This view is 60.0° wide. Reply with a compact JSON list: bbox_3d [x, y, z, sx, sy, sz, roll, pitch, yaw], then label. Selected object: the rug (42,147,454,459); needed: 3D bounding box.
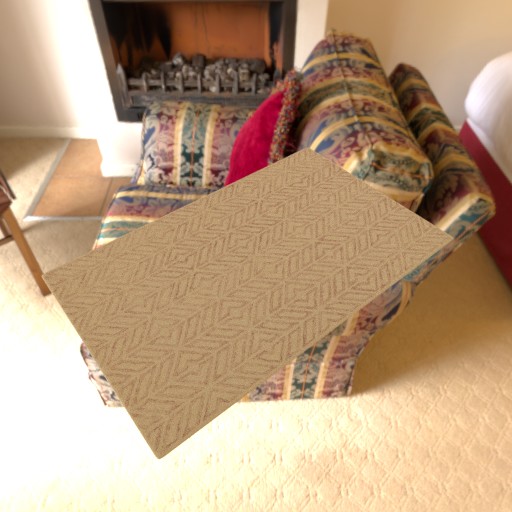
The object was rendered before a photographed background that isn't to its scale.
[{"bbox_3d":[0.000,0.000,3.060,2.438,0.008,1.523,-30,53,-26],"label":"rug"}]
